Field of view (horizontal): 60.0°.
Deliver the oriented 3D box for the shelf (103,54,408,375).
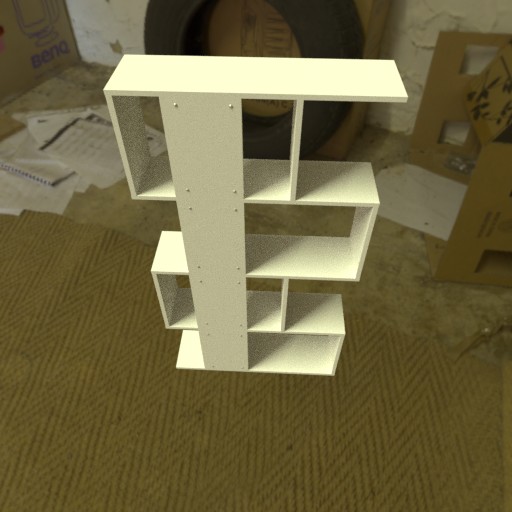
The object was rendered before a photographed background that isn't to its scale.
[{"bbox_3d":[0.000,0.000,1.978,0.890,1.650,0.250,2,47,2],"label":"shelf"}]
